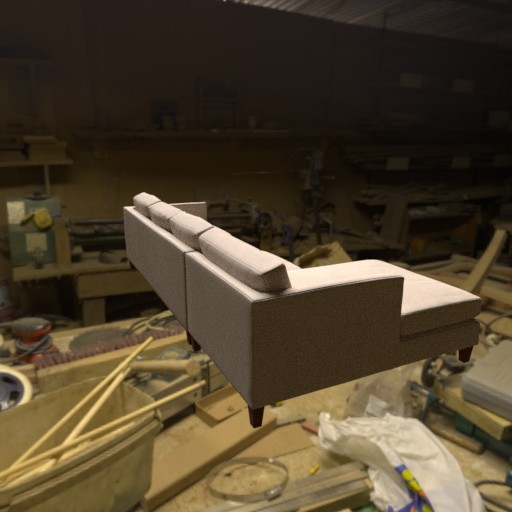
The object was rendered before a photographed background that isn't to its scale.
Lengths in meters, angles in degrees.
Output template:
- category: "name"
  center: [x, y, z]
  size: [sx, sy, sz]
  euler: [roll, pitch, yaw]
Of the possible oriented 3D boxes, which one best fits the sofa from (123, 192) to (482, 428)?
- category: "sofa"
  center: [0.000, 0.000, 3.782]
  size: [1.625, 0.846, 3.186]
  euler: [-7, 17, -25]
